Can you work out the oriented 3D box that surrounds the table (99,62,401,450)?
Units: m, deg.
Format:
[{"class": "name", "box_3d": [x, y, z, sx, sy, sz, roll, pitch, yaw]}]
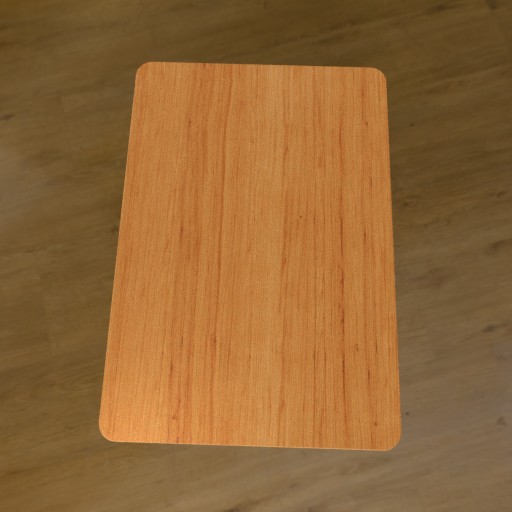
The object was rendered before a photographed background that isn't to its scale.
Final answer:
[{"class": "table", "box_3d": [0.000, 0.000, 1.340, 0.696, 0.445, 0.997, 2, 76, 0]}]
